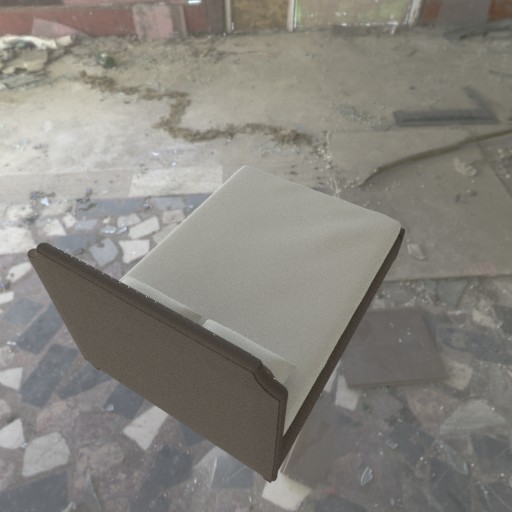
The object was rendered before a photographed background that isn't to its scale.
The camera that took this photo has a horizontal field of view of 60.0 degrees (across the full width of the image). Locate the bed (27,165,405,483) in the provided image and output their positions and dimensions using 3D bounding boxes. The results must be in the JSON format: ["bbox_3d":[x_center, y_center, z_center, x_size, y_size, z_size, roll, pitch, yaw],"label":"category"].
[{"bbox_3d":[0.000,0.000,3.357,1.713,1.443,2.372,24,52,21],"label":"bed"}]
